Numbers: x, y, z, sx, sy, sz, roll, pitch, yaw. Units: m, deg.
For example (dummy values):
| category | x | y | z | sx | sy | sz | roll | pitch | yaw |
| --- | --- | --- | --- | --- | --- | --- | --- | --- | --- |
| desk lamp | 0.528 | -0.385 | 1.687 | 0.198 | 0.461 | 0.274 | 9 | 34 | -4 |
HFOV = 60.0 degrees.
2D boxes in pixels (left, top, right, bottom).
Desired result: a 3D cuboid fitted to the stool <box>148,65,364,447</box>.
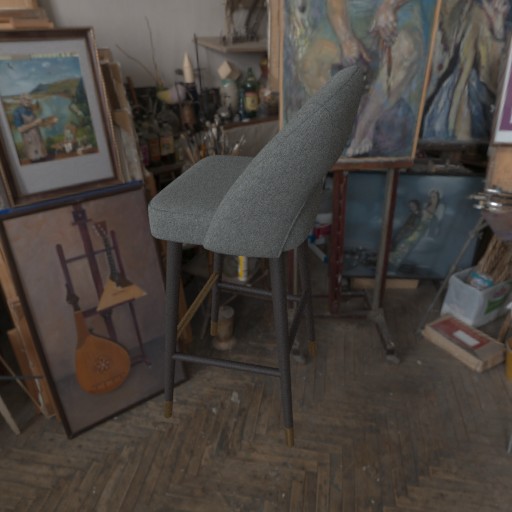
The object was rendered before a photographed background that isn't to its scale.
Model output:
| category | x | y | z | sx | sy | sz | roll | pitch | yaw |
| --- | --- | --- | --- | --- | --- | --- | --- | --- | --- |
| stool | 0.000 | 0.000 | 1.361 | 0.524 | 1.089 | 0.536 | 8 | 31 | 14 |
